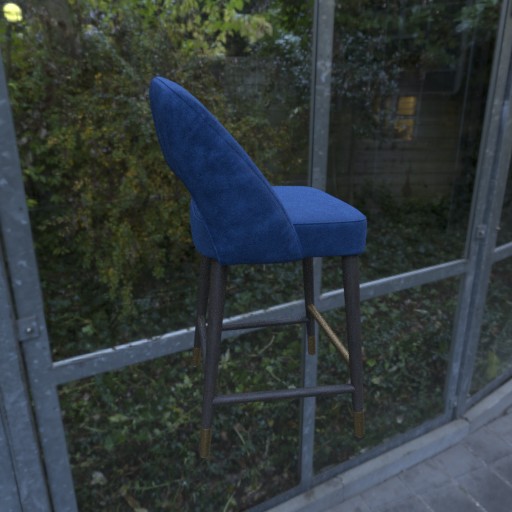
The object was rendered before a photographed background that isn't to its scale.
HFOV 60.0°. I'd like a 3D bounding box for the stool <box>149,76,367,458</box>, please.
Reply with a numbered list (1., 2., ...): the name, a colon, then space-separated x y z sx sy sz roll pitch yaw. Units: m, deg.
1. stool: 0.000 0.000 1.243 0.524 0.925 0.536 -3 18 -10
